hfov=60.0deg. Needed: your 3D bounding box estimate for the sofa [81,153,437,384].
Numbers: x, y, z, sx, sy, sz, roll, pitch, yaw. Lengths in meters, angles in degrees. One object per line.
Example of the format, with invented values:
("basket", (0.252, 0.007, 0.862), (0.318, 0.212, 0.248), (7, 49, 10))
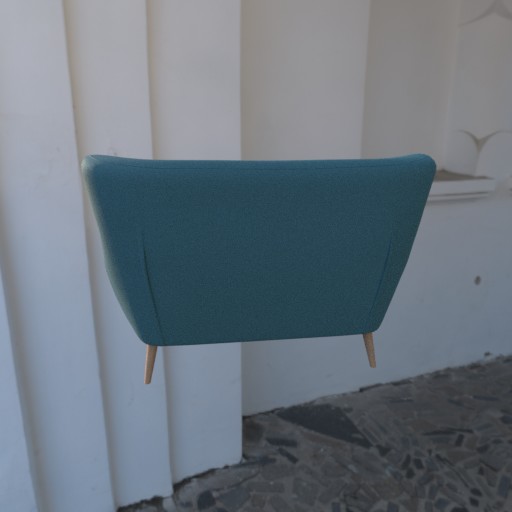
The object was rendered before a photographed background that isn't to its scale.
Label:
("sofa", (0.000, 0.000, 1.962), (1.397, 0.889, 0.889), (-2, 14, -8))
